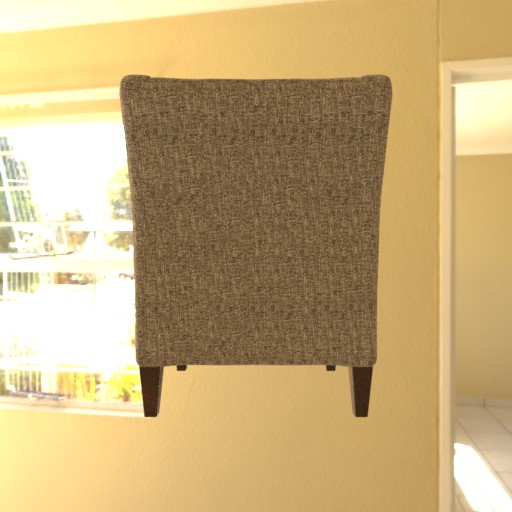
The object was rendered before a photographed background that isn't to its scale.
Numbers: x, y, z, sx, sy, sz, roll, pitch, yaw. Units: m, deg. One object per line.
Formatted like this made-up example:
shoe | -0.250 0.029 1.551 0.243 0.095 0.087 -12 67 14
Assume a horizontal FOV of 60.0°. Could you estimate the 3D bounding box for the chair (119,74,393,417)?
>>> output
chair | 0.000 0.000 1.627 0.774 1.014 0.870 0 0 0
